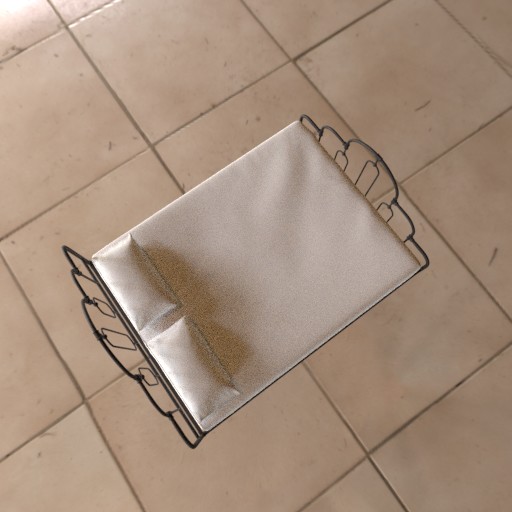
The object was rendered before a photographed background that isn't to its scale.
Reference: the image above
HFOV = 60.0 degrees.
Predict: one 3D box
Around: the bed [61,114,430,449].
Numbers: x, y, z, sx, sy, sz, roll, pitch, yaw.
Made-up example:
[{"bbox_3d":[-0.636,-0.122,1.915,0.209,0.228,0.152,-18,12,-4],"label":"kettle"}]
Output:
[{"bbox_3d":[0.000,0.000,3.242,2.163,1.429,1.640,-35,78,-9],"label":"bed"}]
